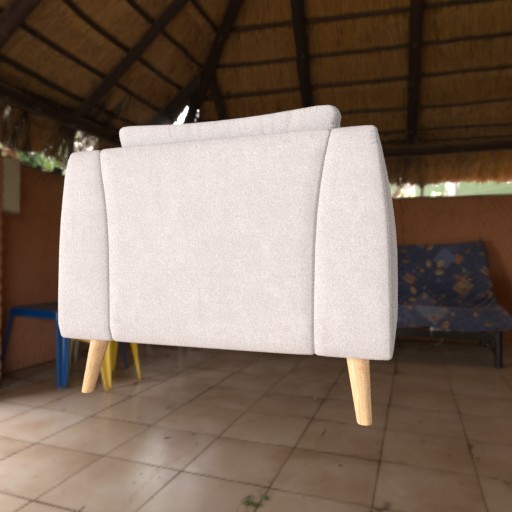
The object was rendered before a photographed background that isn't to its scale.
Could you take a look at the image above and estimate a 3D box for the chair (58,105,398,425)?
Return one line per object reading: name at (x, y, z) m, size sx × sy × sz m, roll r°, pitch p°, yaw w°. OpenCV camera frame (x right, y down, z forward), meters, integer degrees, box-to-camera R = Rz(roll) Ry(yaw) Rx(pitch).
chair at (0.000, 0.000, 1.653) m, size 1.000 × 0.860 × 0.930 m, roll 0°, pitch 0°, yaw 18°
